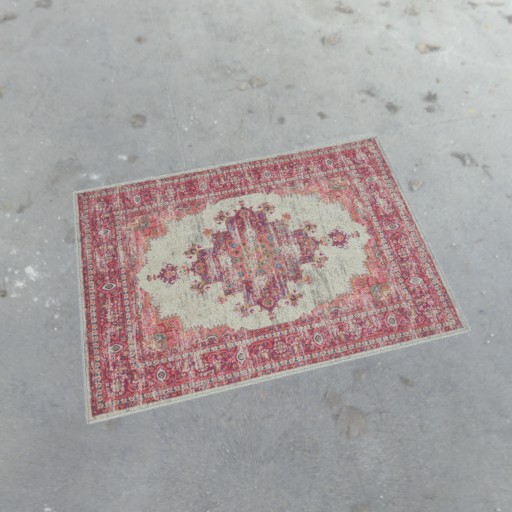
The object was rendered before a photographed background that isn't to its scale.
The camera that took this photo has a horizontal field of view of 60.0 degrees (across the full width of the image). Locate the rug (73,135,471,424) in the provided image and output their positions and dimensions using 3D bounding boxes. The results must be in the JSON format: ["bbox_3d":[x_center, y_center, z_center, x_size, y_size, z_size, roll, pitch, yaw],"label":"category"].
[{"bbox_3d":[0.000,0.000,2.217,1.747,0.011,1.217,-12,63,-6],"label":"rug"}]
